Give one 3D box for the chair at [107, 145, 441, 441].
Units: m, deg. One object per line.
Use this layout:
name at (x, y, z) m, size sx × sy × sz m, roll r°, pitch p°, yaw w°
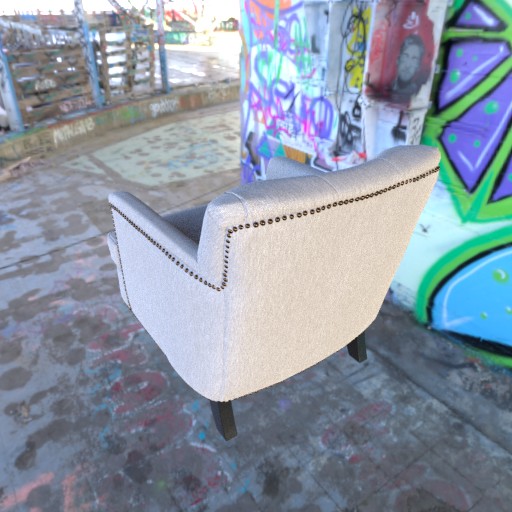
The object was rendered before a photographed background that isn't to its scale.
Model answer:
chair at (0.000, 0.000, 1.487) m, size 0.737 × 0.823 × 0.902 m, roll -19°, pitch 35°, yaw -30°
